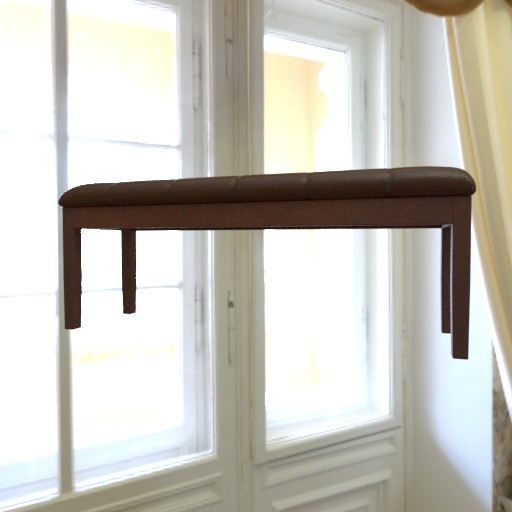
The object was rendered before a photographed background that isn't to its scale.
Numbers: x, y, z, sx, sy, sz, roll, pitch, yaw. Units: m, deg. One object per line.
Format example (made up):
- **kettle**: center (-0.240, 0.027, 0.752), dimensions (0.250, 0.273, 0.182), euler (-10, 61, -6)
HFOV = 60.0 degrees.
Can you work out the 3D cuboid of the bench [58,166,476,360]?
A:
- **bench**: center (0.000, 0.000, 1.453), dimensions (1.259, 0.491, 0.401), euler (1, 2, 18)
